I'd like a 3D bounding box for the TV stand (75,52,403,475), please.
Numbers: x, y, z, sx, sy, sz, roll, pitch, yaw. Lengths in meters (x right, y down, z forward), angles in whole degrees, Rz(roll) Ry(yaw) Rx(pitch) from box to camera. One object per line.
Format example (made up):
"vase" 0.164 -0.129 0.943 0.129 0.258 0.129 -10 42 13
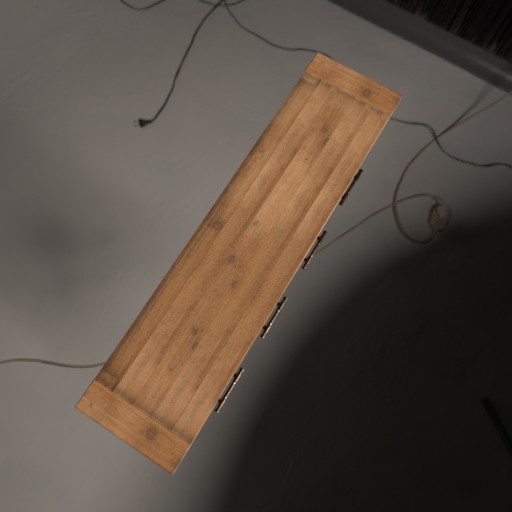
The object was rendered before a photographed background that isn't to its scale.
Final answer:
"TV stand" 0.000 0.000 2.065 0.453 0.573 1.804 31 77 8
